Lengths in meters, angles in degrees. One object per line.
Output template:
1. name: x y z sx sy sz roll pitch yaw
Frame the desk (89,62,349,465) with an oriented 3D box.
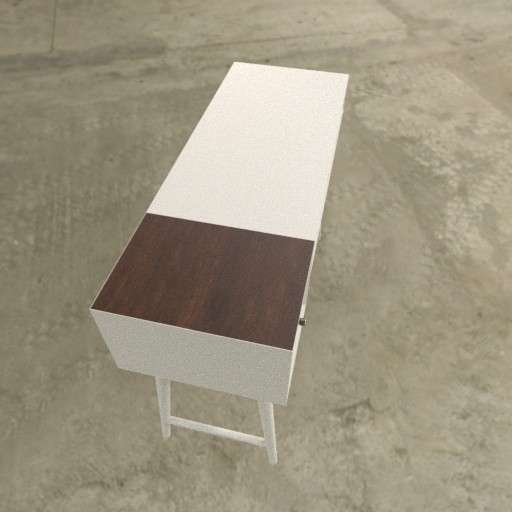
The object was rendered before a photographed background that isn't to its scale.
1. desk: 0.000 0.000 1.454 0.409 0.761 1.069 10 49 9
